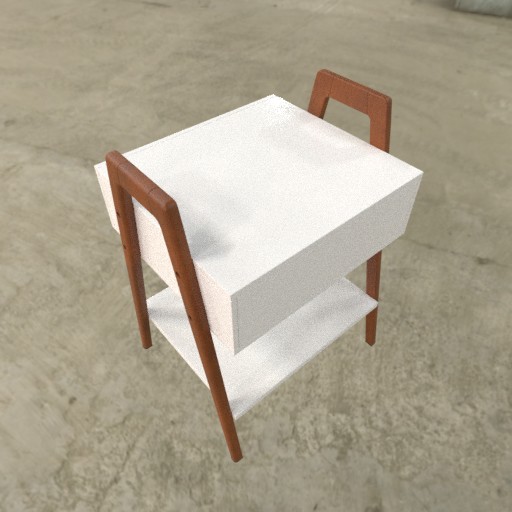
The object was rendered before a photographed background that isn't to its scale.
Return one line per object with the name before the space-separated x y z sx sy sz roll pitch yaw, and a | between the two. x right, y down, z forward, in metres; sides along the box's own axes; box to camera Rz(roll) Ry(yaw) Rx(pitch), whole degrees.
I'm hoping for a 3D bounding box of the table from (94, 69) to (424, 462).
table | 0.000 0.000 0.910 0.457 0.610 0.405 -31 53 -27
